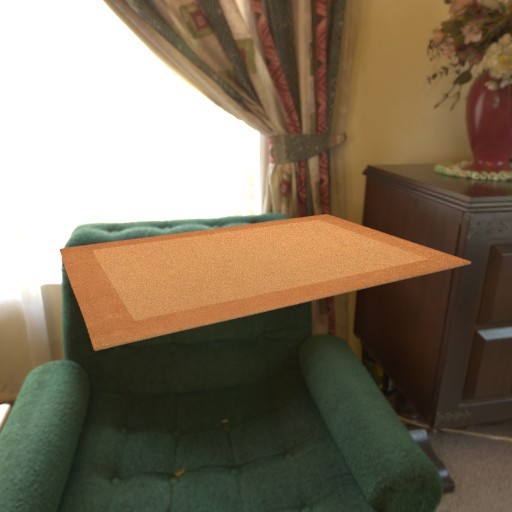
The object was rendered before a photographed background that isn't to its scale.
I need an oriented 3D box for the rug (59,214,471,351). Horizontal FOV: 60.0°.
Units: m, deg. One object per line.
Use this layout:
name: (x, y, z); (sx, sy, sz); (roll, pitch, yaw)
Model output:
rug: (0.000, 0.000, 2.350); (1.829, 0.014, 1.219); (-9, 21, -26)
